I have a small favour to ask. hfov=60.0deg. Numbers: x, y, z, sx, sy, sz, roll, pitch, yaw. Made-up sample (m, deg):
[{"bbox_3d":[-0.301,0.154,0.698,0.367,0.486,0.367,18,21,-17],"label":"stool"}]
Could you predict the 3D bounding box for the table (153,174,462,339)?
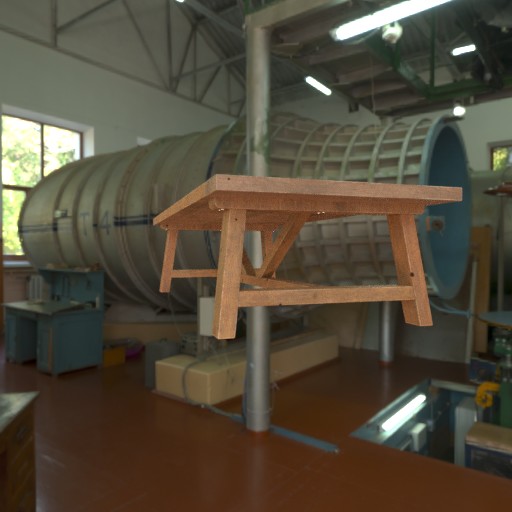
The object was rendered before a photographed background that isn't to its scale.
[{"bbox_3d":[0.000,0.000,2.171,0.820,0.465,1.800,0,1,-18],"label":"table"}]
